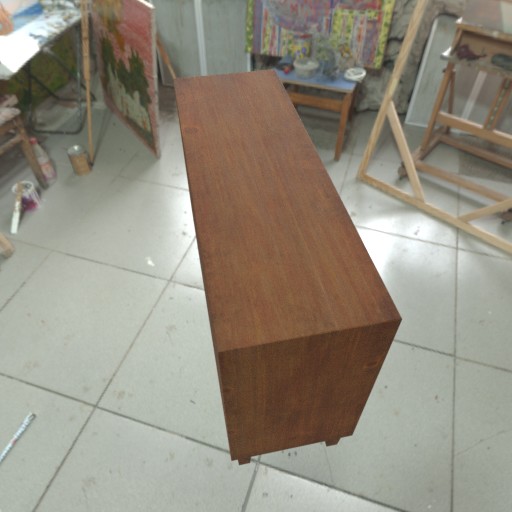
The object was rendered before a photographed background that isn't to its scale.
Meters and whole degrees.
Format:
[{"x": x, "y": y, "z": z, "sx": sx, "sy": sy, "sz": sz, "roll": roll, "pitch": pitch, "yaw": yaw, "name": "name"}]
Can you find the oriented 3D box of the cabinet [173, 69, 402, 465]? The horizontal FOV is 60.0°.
[{"x": 0.000, "y": 0.000, "z": 1.620, "sx": 0.403, "sy": 0.805, "sz": 1.204, "roll": -9, "pitch": 48, "yaw": -8, "name": "cabinet"}]
